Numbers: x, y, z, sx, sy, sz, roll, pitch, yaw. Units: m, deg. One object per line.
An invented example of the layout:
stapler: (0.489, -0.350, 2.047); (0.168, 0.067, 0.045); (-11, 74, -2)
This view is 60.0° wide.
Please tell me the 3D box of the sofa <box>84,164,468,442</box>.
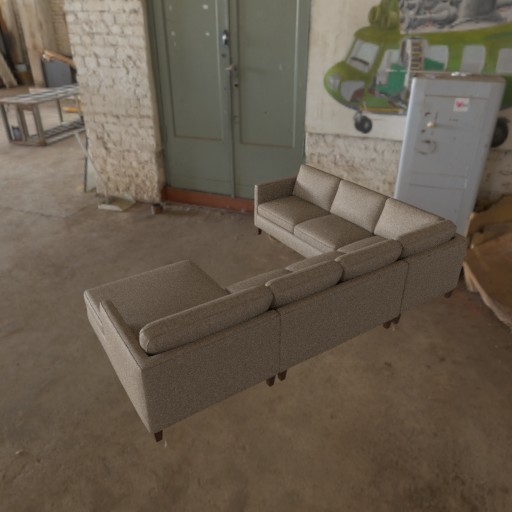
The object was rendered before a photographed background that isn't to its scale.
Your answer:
sofa: (0.000, 0.000, 4.580); (3.403, 0.889, 2.551); (-17, 33, -29)
